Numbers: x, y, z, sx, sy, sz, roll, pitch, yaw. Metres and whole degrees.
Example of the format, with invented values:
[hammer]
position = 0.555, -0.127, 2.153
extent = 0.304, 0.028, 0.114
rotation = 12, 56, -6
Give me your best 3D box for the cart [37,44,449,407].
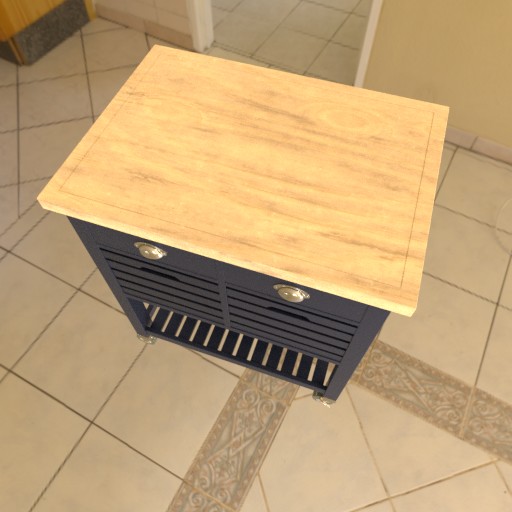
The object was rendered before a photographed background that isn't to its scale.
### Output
[cart]
position = 0.000, 0.000, 1.391
extent = 0.797, 0.920, 0.567
rotation = 16, 60, 10
